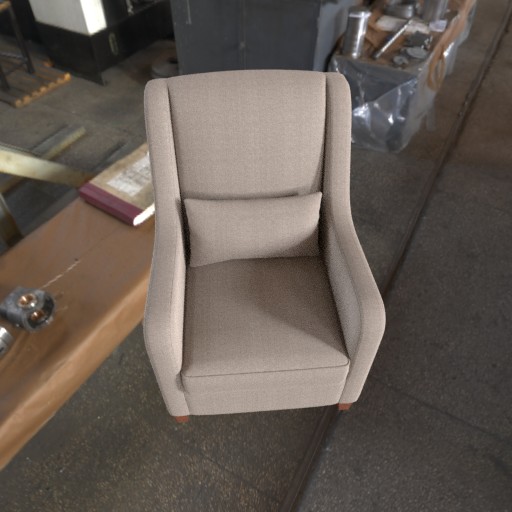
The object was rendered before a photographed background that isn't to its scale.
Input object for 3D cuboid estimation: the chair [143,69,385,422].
[{"bbox_3d":[0.000,0.000,1.636,0.715,1.017,0.890,-3,48,-3],"label":"chair"}]
